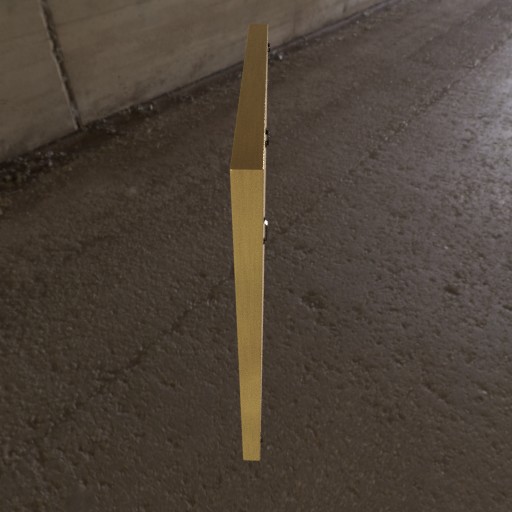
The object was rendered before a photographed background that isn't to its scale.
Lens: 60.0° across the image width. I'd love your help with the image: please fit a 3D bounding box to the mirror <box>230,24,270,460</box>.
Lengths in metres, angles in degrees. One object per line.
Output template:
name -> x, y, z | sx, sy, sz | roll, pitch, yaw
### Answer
mirror -> 0.000, 0.000, 0.883 | 0.040, 0.710, 0.507 | 1, 43, 1
